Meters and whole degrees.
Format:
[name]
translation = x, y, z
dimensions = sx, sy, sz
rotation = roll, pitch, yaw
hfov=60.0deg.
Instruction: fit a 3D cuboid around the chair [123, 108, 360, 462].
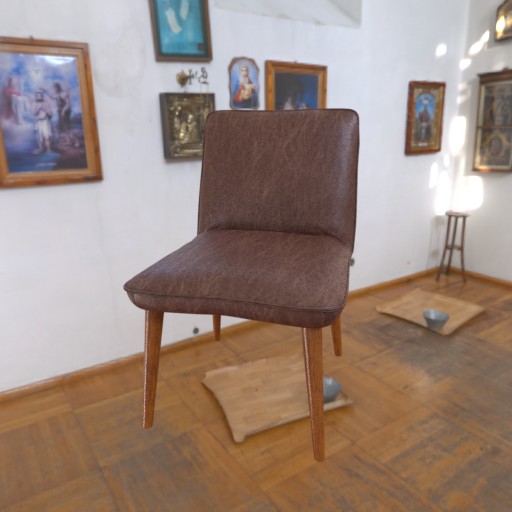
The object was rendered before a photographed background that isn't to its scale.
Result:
[chair]
translation = 0.000, 0.000, 1.221
dimensions = 0.543, 0.803, 0.645
rotation = 3, 15, 10
